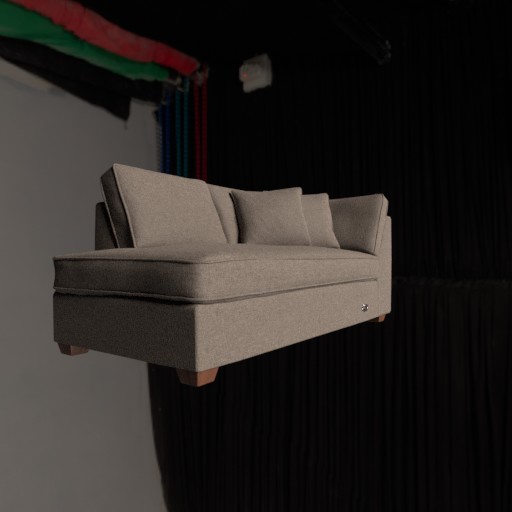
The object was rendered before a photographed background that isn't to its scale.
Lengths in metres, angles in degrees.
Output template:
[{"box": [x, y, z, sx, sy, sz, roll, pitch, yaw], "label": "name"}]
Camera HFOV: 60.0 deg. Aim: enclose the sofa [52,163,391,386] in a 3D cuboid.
[{"box": [0.000, 0.000, 2.916, 1.110, 1.033, 2.237, 0, 1, 36], "label": "sofa"}]
